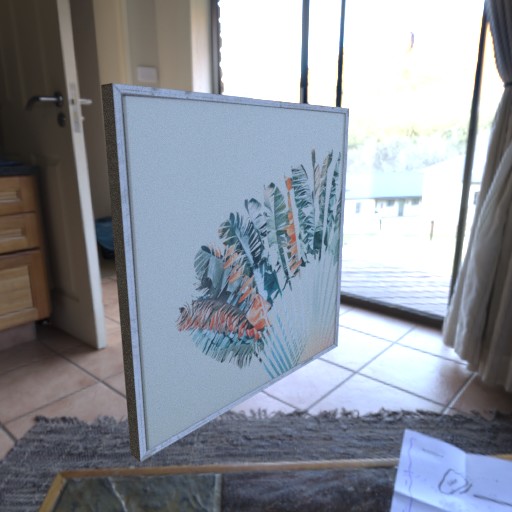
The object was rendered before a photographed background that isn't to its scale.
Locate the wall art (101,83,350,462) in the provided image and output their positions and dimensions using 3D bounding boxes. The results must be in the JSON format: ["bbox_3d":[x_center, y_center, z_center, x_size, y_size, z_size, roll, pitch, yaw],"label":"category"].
[{"bbox_3d":[0.000,0.000,1.132,0.038,0.757,0.760,13,19,41],"label":"wall art"}]
